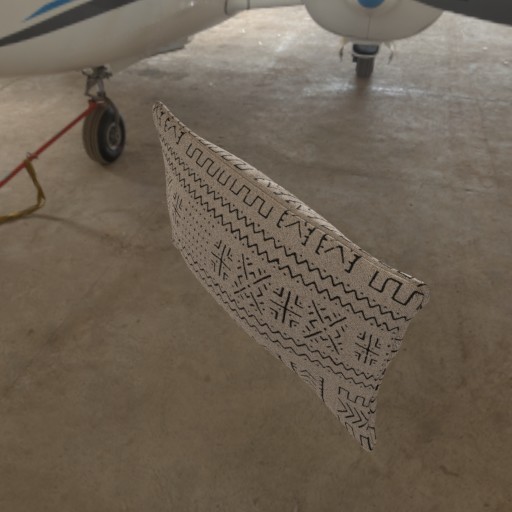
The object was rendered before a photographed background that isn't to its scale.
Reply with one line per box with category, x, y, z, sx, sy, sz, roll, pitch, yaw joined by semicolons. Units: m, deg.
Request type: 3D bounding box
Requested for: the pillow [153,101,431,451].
pillow;0.000;0.000;0.771;0.188;0.352;0.637;-26;47;-27
